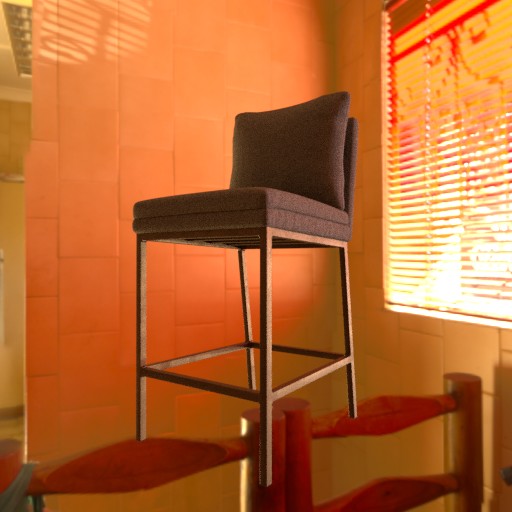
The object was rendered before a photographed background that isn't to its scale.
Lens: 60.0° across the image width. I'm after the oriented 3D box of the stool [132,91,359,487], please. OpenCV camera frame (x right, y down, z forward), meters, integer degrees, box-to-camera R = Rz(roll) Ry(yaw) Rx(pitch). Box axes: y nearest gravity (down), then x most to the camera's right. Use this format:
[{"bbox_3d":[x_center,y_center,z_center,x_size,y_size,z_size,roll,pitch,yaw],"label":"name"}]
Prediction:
[{"bbox_3d":[0.000,0.000,1.334,0.463,1.031,0.569,0,-1,36],"label":"stool"}]
